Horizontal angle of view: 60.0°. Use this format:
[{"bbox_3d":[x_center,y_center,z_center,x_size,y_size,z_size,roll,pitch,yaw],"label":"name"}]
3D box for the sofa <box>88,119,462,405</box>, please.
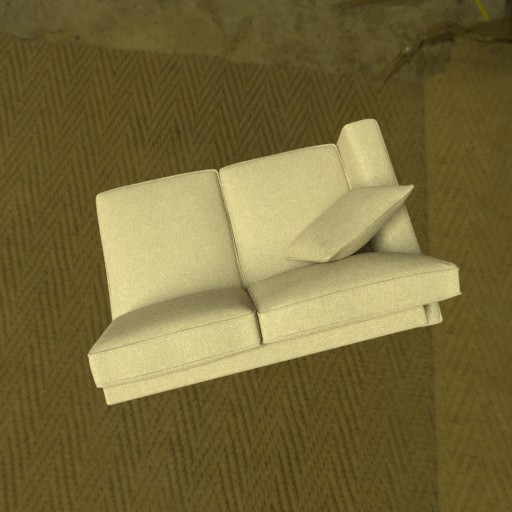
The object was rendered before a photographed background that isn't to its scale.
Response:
[{"bbox_3d":[0.000,0.000,2.056,1.388,0.989,0.991,-13,76,-3],"label":"sofa"}]
